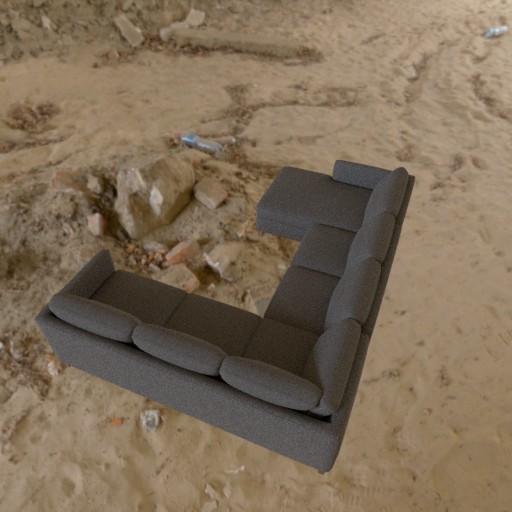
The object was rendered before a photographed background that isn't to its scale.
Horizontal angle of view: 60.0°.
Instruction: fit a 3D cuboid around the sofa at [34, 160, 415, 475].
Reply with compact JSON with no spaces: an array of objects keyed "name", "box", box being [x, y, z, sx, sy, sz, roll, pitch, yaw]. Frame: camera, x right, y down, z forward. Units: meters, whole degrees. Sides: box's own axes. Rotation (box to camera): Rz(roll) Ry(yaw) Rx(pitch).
[{"name":"sofa","box":[0.000,0.000,4.412,2.551,0.853,3.238,16,47,16]}]
